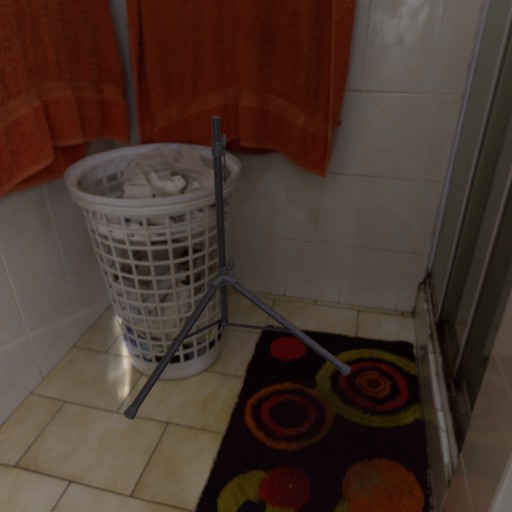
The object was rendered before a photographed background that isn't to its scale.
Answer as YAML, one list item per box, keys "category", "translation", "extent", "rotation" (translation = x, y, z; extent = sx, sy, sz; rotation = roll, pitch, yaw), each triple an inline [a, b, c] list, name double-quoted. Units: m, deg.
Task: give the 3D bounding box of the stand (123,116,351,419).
- category: "stand"
  translation: [0.000, 0.000, 1.884]
  extent: [0.907, 1.136, 1.045]
  rotation: [8, 31, 14]
